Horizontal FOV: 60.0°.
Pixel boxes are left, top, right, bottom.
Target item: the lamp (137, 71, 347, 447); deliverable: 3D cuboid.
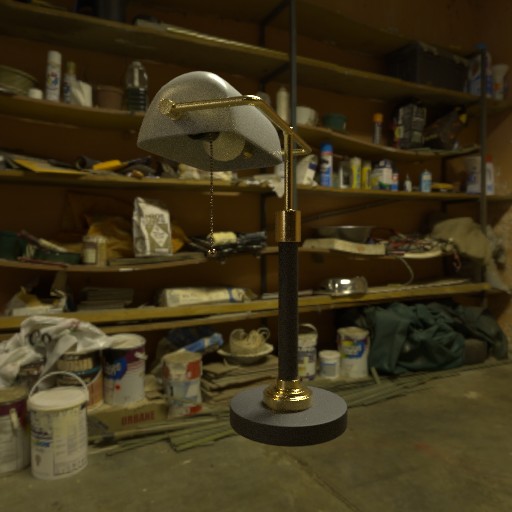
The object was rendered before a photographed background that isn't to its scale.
[{"bbox_3d":[0.000,0.000,0.553,0.227,0.404,0.269,1,2,19],"label":"lamp"}]
